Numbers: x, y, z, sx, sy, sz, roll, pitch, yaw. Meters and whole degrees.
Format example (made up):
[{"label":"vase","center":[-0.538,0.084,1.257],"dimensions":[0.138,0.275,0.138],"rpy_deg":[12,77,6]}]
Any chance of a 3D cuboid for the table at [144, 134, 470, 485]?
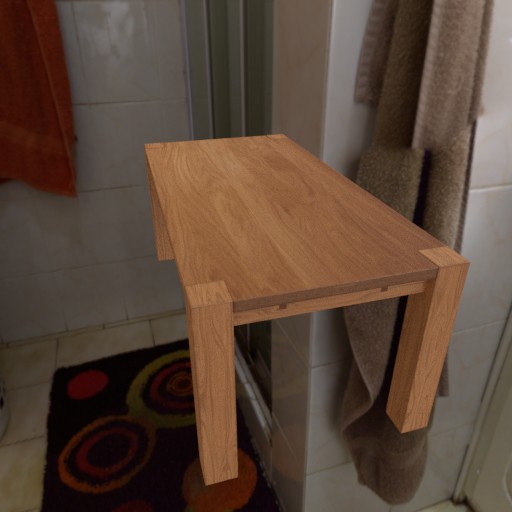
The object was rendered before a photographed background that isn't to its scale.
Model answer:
[{"label":"table","center":[0.000,0.000,2.243],"dimensions":[0.900,0.760,1.800],"rpy_deg":[-8,30,-14]}]
